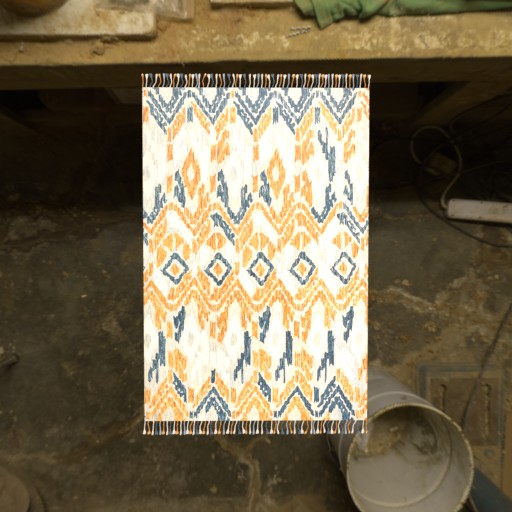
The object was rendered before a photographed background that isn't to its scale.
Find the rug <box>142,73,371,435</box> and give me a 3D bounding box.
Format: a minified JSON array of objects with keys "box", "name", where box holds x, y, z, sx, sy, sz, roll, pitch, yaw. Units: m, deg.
[{"box":[0.000,0.000,2.980,1.533,0.010,2.428,0,92,-1],"name":"rug"}]
